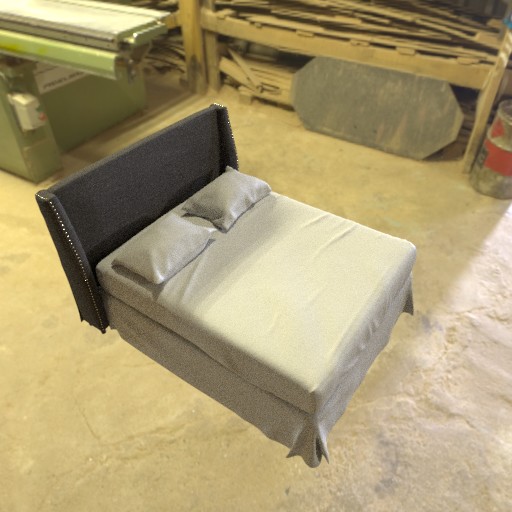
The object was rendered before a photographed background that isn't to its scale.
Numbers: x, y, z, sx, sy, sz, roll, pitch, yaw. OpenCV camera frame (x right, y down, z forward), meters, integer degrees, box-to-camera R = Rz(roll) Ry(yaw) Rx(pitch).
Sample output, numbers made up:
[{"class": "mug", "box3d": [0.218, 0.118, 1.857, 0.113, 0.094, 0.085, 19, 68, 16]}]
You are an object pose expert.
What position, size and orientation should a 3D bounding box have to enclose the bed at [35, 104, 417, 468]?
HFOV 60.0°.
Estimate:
[{"class": "bed", "box3d": [0.000, 0.000, 3.433, 2.276, 1.332, 1.925, 24, 46, 26]}]
